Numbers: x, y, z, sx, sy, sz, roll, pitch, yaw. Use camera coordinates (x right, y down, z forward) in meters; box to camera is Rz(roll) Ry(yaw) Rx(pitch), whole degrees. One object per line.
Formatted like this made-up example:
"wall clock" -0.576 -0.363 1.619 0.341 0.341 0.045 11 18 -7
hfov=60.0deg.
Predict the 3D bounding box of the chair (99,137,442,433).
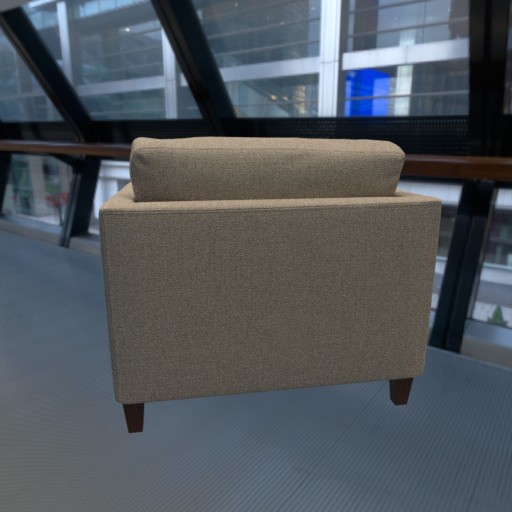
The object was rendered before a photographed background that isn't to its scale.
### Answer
"chair" 0.000 0.000 1.863 1.107 0.961 0.959 -2 15 -9
